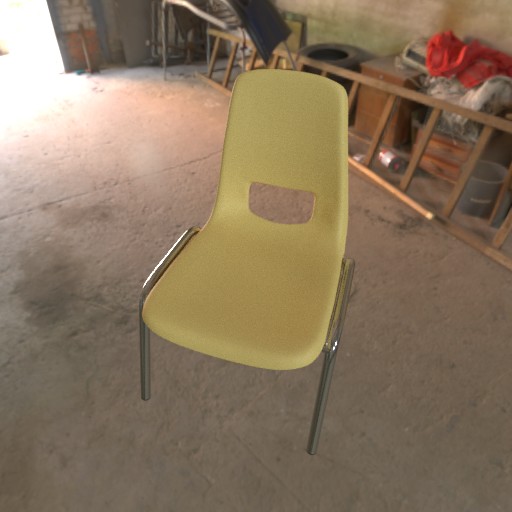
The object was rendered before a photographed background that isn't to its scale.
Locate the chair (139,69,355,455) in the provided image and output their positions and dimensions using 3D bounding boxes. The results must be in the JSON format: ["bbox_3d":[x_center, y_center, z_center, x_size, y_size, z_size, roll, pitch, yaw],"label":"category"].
[{"bbox_3d":[0.000,0.000,0.796,0.354,0.536,0.385,12,42,14],"label":"chair"}]
